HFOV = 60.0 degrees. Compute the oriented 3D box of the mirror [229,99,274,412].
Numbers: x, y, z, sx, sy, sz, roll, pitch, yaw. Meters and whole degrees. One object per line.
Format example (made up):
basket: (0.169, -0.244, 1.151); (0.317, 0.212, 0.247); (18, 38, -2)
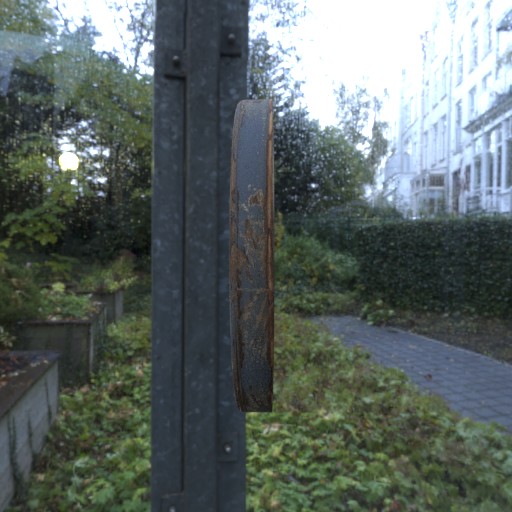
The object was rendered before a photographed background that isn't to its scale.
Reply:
mirror: (0.000, 0.000, 0.878); (0.061, 0.585, 0.585); (0, 1, 1)
